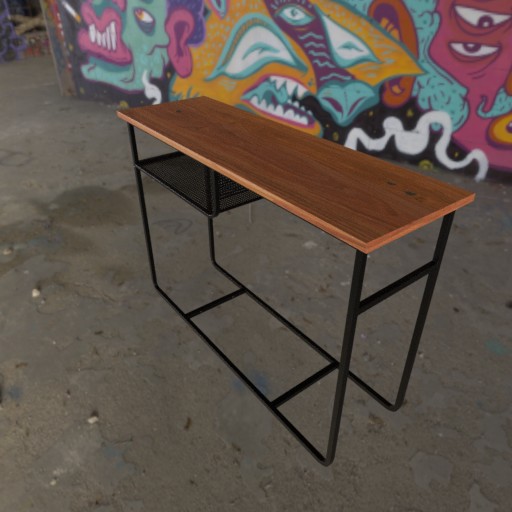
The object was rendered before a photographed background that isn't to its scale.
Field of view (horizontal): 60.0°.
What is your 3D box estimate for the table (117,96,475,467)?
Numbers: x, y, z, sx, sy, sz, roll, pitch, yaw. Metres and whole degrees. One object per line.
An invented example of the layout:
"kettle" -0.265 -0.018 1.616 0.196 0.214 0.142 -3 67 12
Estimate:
"table" 0.000 0.000 1.437 0.350 0.750 1.100 -23 39 -31
